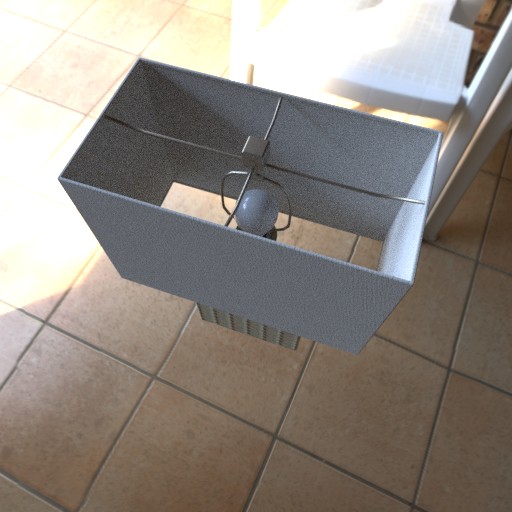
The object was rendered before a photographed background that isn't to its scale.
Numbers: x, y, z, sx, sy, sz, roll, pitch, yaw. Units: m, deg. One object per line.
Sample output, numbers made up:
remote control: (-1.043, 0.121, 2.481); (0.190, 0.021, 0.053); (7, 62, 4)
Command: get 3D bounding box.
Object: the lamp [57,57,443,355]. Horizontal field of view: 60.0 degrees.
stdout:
lamp: (0.000, 0.000, 0.702); (0.380, 0.515, 0.200); (17, 64, 9)
